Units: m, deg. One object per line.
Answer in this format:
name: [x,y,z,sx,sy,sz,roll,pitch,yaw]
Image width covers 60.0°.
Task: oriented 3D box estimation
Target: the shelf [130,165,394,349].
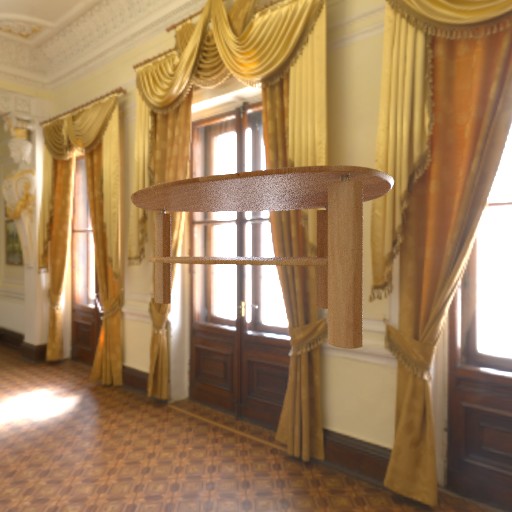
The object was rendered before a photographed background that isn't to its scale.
shelf: [0.000,0.000,1.644,0.845,0.440,1.246,0,1,-35]
